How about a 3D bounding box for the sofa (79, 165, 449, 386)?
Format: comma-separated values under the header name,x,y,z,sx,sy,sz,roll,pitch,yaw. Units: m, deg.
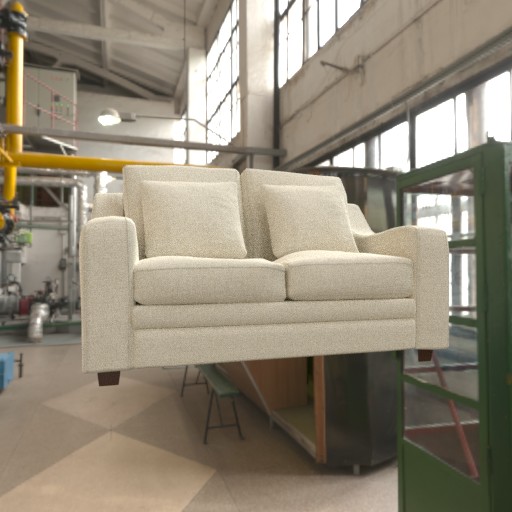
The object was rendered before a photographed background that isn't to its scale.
name,x,y,z,sx,sy,sz,roll,pitch,yaw
sofa,0.000,0.000,2.384,1.744,1.047,1.040,0,-1,-17
